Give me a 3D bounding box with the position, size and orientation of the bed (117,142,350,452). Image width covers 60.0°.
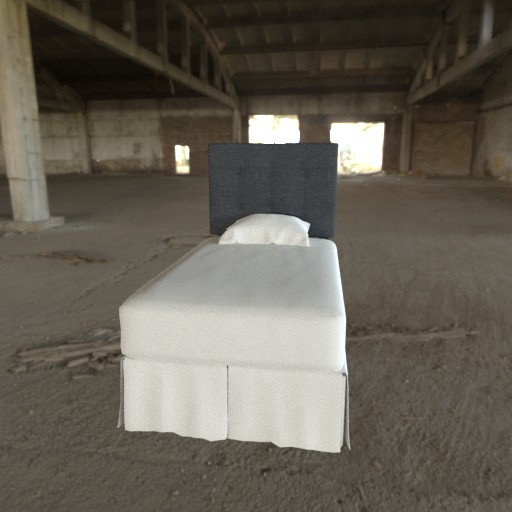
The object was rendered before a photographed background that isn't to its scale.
[{"bbox_3d":[0.000,0.000,3.097,1.261,1.571,1.997,2,13,8],"label":"bed"}]
